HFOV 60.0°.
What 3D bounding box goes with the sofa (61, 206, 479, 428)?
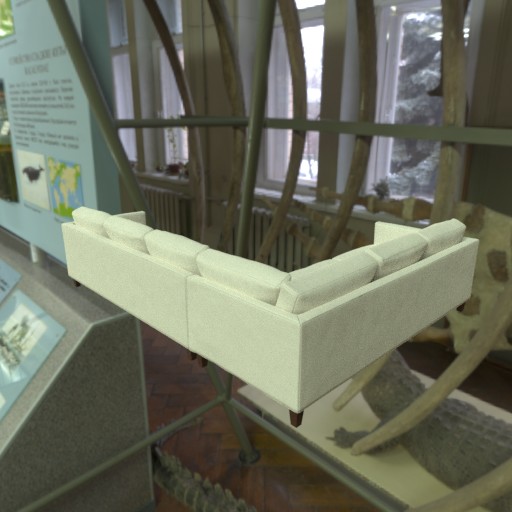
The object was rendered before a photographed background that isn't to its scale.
[{"bbox_3d":[0.000,0.000,4.262,2.432,0.863,3.182,-16,24,-41],"label":"sofa"}]
